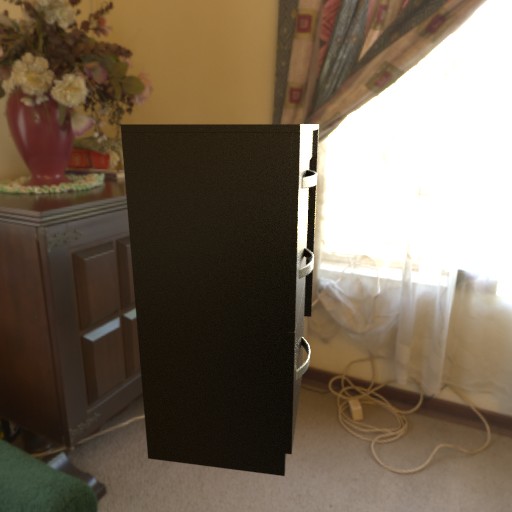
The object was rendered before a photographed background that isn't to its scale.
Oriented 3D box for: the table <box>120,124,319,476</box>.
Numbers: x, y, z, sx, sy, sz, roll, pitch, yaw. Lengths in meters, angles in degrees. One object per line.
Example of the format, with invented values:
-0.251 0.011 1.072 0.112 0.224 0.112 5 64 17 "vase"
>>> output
0.000 0.000 1.390 0.380 0.790 0.930 3 17 9 "table"
